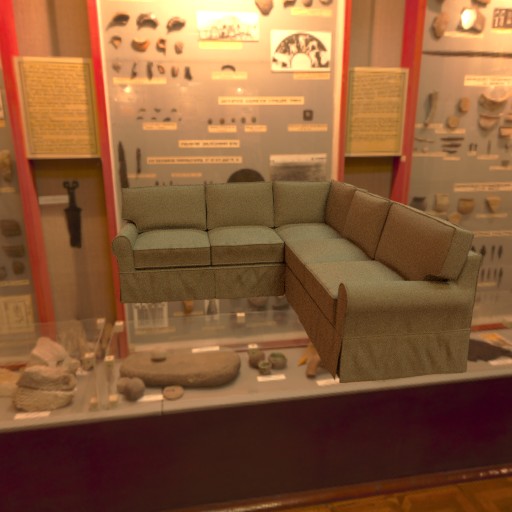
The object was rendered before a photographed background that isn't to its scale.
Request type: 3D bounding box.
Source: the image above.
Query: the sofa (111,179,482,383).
[{"bbox_3d":[0.000,0.000,3.979,2.618,1.081,2.623,-3,16,-9],"label":"sofa"}]
